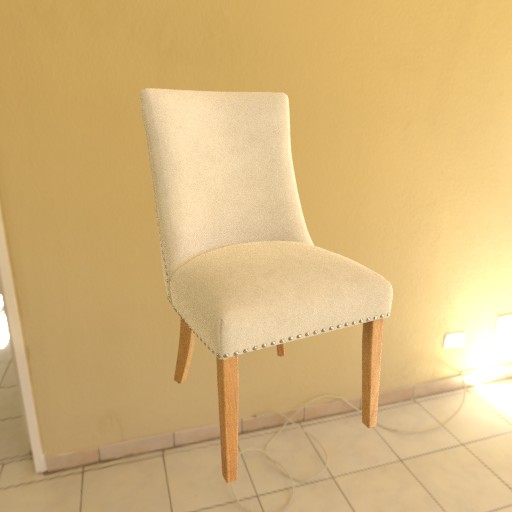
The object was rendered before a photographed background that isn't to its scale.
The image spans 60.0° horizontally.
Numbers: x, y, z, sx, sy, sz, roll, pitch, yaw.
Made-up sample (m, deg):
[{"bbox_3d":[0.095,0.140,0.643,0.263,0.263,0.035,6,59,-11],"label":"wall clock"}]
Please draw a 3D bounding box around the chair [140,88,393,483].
[{"bbox_3d":[0.000,0.000,1.247,0.495,0.902,0.610,-8,19,-26],"label":"chair"}]
